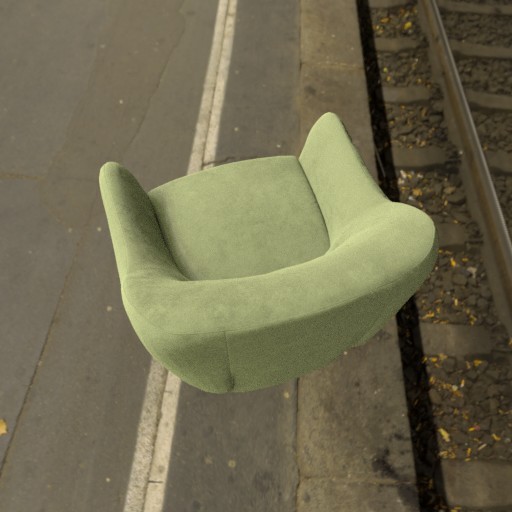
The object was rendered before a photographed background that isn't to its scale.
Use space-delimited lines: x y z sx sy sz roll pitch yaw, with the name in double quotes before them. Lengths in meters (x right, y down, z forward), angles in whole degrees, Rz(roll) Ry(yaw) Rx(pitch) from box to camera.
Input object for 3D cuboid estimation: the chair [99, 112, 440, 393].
"chair" 0.000 0.000 1.460 0.840 0.804 0.819 -16 59 -10
